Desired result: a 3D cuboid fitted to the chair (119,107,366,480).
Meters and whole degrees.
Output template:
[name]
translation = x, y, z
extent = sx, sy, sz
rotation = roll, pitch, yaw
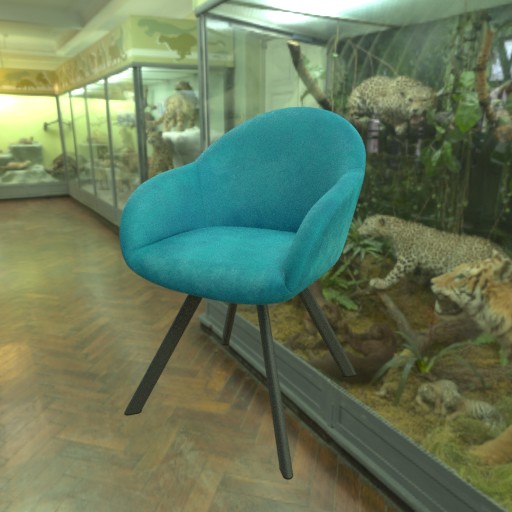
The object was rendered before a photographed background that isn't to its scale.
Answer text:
[chair]
translation = 0.000, 0.000, 1.209
extent = 0.550, 0.795, 0.590
rotation = 8, 18, 27
